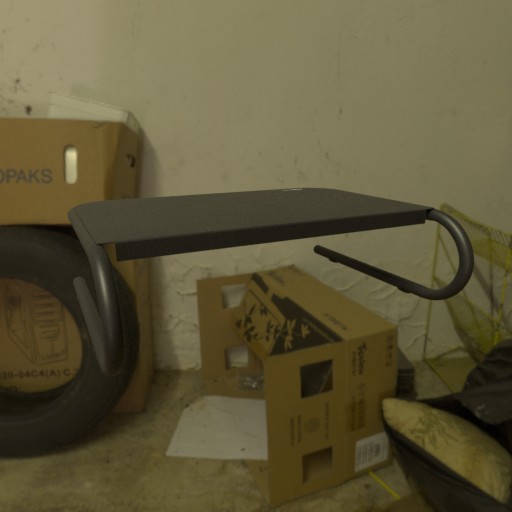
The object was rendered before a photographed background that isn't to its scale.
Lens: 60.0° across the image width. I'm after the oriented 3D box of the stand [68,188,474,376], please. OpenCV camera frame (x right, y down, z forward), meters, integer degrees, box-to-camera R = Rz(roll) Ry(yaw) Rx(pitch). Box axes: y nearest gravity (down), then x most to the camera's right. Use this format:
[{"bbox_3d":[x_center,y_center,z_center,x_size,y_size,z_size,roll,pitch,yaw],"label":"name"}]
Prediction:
[{"bbox_3d":[0.000,0.000,0.498,0.370,0.108,0.280,-8,17,-26],"label":"stand"}]
